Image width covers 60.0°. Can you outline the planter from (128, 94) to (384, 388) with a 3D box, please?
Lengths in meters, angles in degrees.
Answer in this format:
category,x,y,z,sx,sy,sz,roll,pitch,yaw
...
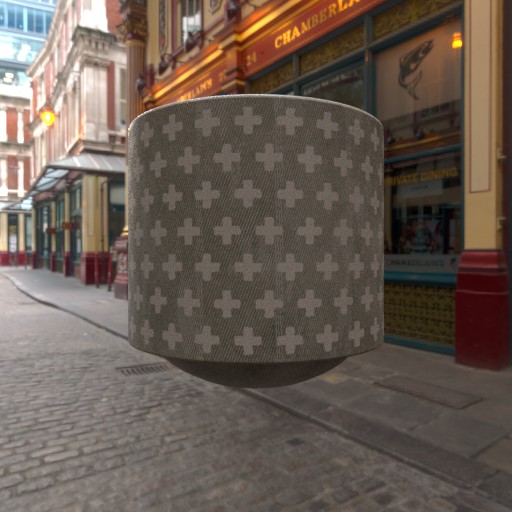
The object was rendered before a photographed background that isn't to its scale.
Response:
category,x,y,z,sx,sy,sz,roll,pitch,yaw
planter,0.000,0.000,0.451,0.250,0.239,0.250,0,0,0
